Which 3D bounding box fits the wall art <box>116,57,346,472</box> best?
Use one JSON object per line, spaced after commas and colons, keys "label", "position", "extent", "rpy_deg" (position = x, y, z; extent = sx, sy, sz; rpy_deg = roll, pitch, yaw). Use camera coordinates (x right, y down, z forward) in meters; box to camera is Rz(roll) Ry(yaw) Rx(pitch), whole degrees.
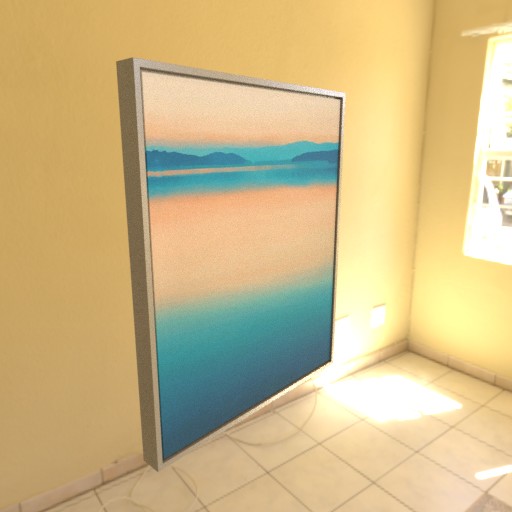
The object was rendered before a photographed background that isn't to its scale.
{"label": "wall art", "position": [0.000, 0.000, 0.745], "extent": [0.037, 0.554, 0.453], "rpy_deg": [12, 18, 41]}
